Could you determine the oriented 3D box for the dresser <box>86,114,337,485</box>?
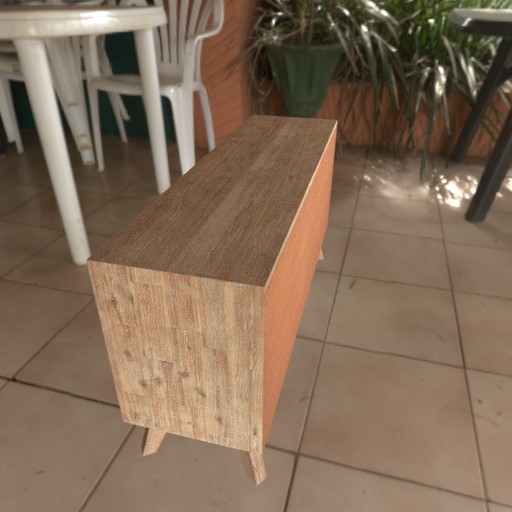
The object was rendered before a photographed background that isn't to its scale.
[{"bbox_3d":[0.000,0.000,1.895,0.455,0.805,1.554,8,32,13],"label":"dresser"}]
